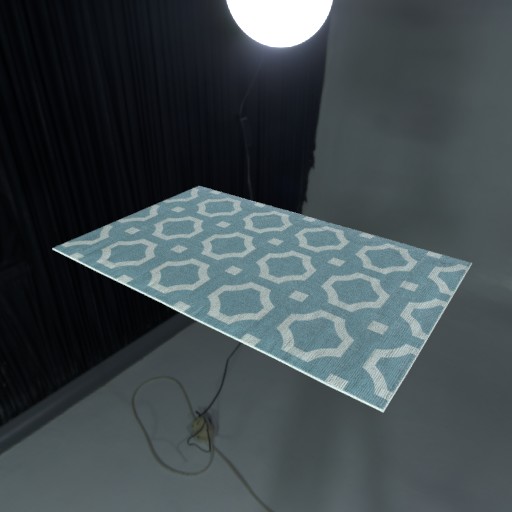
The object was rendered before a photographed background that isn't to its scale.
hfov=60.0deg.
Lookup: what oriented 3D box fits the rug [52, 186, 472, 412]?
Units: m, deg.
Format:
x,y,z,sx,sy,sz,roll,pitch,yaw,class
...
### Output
x,y,z,sx,sy,sz,roll,pitch,yaw,class
0.000,0.000,3.030,2.443,0.015,1.528,20,35,31,rug
